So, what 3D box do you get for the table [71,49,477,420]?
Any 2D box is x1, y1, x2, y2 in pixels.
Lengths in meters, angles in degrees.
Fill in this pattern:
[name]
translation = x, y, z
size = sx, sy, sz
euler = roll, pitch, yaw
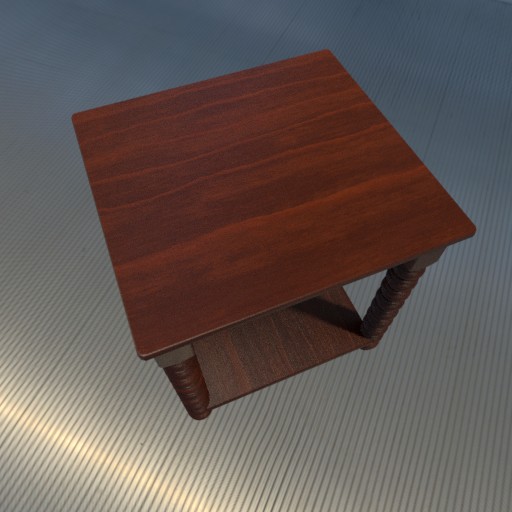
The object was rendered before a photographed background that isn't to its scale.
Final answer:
[table]
translation = 0.000, 0.000, 0.982
size = 0.533, 0.567, 0.500
euler = -19, 60, -12
